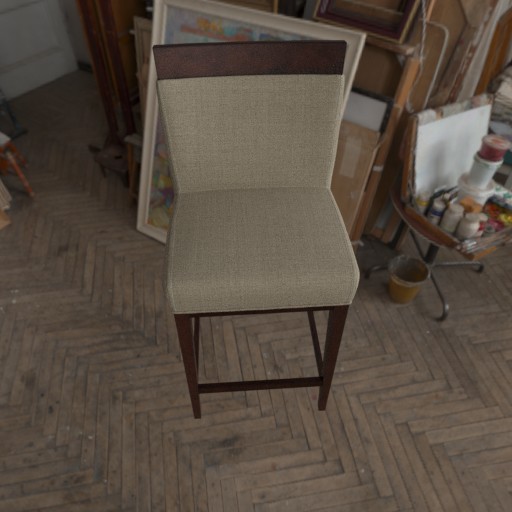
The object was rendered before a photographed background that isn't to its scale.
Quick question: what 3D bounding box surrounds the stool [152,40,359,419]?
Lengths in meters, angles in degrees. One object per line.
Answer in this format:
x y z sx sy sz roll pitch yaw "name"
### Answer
0.000 0.000 1.251 0.463 1.011 0.480 -3 46 -3 "stool"
